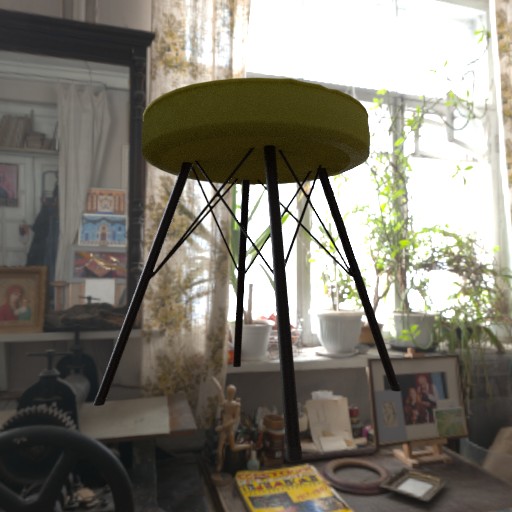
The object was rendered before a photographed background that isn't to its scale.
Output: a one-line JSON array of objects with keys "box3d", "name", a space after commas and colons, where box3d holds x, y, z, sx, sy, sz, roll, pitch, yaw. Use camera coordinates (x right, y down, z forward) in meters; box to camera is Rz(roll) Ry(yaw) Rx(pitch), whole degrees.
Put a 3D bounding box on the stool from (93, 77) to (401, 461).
[{"box3d": [0.000, 0.000, 0.809, 0.409, 0.508, 0.409, -2, -3, 35], "name": "stool"}]
